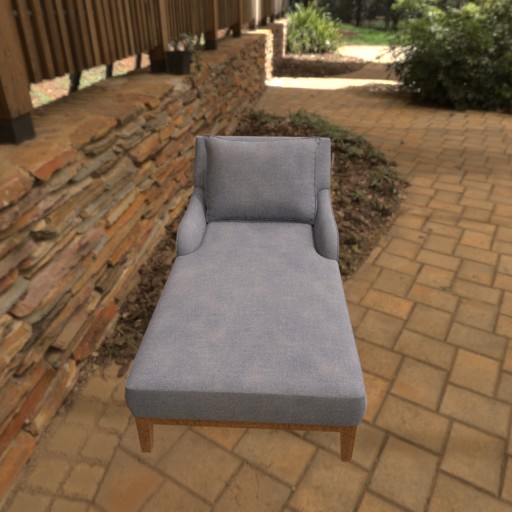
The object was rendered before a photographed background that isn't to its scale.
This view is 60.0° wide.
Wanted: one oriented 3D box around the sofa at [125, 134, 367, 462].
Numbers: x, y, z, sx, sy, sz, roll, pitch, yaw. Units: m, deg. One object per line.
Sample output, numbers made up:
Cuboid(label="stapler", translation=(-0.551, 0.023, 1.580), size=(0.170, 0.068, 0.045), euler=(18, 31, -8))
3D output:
Cuboid(label="sofa", translation=(0.000, 0.000, 2.317), size=(0.904, 0.883, 1.779), euler=(1, 31, 2))
